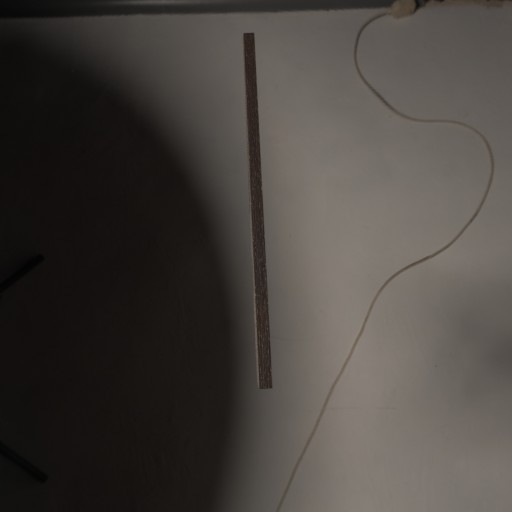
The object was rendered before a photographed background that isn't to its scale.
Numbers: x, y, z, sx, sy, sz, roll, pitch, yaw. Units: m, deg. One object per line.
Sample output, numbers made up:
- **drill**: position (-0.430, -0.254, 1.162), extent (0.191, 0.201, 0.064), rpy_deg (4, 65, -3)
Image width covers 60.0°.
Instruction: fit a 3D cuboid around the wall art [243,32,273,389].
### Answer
- **wall art**: position (0.000, 0.000, 0.669), extent (0.013, 0.508, 0.359), rpy_deg (-2, 76, -1)
